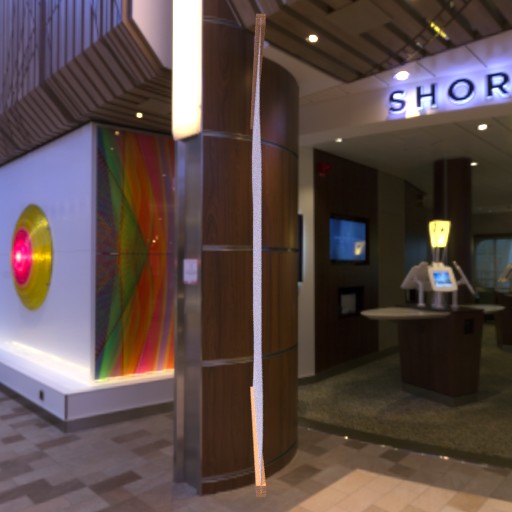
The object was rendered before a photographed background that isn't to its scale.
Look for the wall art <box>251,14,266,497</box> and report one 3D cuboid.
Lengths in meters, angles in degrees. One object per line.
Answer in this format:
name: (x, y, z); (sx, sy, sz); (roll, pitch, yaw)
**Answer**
wall art: (0.000, 0.000, 1.302); (0.020, 1.016, 0.739); (0, -1, -2)
